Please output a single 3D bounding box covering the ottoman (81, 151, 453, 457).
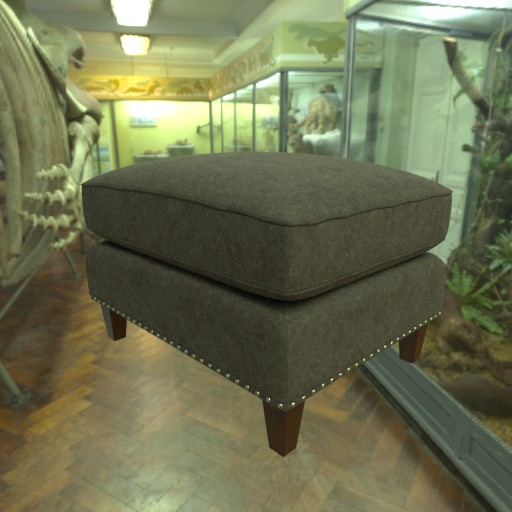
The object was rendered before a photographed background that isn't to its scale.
[{"bbox_3d":[0.000,0.000,1.125,0.584,0.513,0.741,-15,21,-42],"label":"ottoman"}]
